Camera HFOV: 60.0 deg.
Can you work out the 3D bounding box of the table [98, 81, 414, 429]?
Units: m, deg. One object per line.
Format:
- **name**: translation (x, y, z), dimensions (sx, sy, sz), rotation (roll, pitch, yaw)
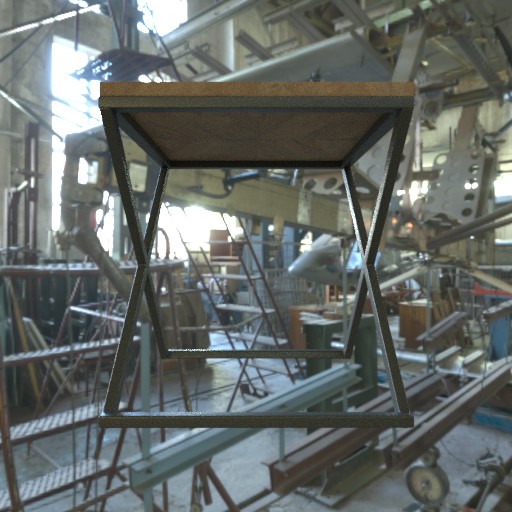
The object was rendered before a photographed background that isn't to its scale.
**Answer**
- **table**: translation (0.000, 0.000, 0.944), dimensions (0.499, 0.550, 0.498), rotation (0, 0, 0)
